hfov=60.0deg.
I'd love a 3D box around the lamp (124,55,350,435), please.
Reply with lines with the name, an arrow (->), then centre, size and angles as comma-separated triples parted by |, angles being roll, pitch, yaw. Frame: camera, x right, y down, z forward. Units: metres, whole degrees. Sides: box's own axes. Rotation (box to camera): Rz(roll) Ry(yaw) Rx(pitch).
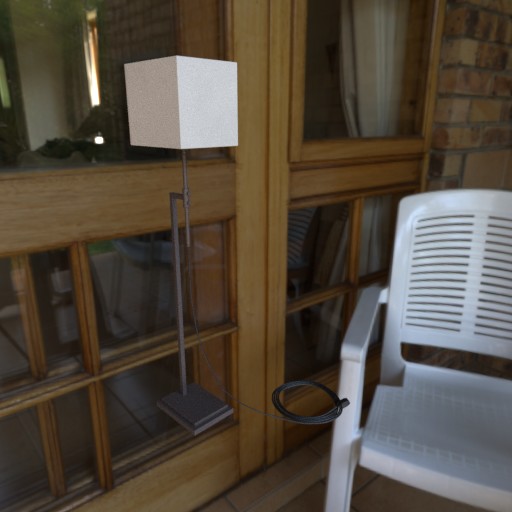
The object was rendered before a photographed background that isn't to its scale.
lamp -> 0.000, 0.000, 2.010 | 0.774, 1.600, 0.698 | -16, 24, -42
